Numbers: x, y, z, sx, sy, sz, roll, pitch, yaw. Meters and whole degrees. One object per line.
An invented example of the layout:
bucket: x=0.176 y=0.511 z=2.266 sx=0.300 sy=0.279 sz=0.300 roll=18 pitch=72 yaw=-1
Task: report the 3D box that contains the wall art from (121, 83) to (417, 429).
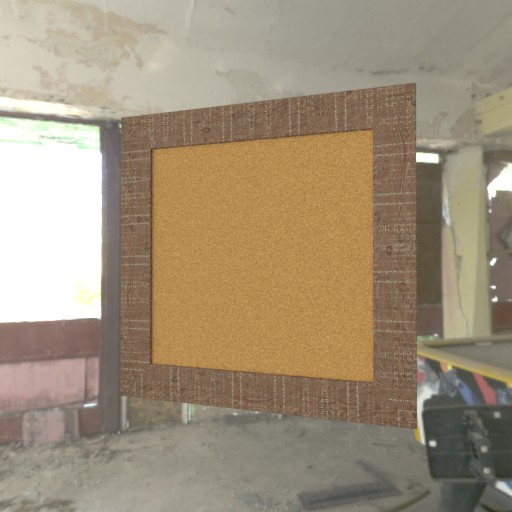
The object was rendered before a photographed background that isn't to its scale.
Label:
wall art: x=0.000 y=0.000 z=0.781 sx=0.531 sy=0.531 sz=0.040 roll=0 pitch=-1 yaw=18
